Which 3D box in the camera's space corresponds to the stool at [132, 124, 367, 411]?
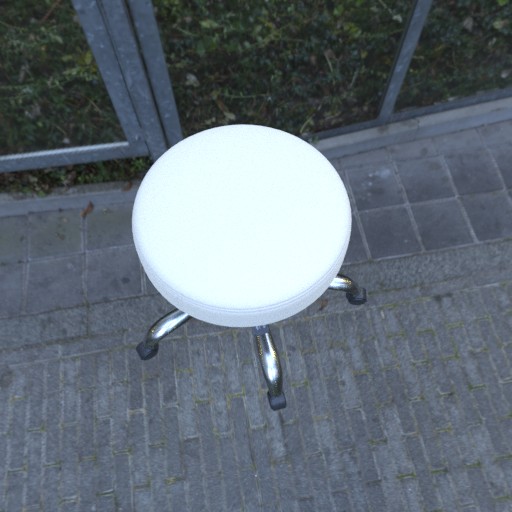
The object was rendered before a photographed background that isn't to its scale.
[{"bbox_3d":[0.000,0.000,1.044,0.614,0.482,0.634,3,64,2],"label":"stool"}]
